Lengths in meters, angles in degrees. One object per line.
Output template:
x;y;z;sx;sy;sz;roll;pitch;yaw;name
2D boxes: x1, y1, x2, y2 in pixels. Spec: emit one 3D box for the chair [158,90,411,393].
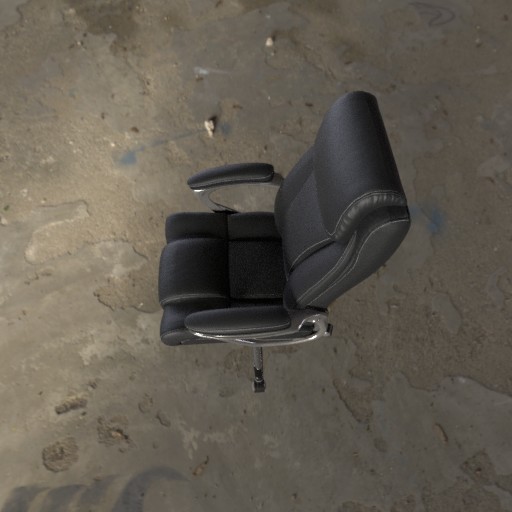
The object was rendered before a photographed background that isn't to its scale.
0.000;0.000;1.673;0.784;1.167;0.741;-3;59;-2;chair
